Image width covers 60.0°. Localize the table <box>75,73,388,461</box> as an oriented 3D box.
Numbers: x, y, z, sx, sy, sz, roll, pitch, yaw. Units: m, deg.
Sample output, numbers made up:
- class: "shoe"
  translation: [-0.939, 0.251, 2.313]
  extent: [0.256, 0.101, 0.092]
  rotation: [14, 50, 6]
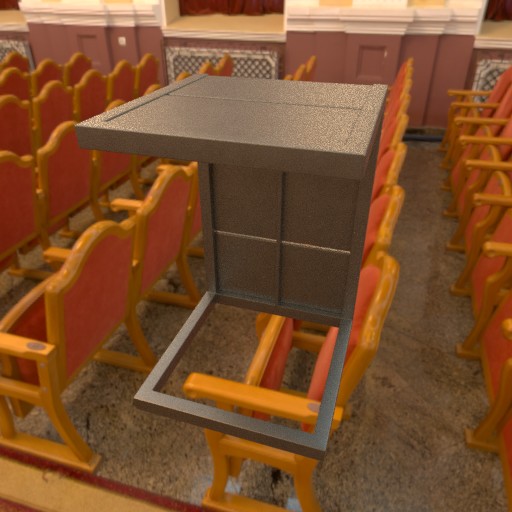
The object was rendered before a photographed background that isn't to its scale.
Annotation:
- class: "table"
  translation: [0.000, 0.000, 0.903]
  extent: [0.405, 0.609, 0.420]
  rotation: [10, 33, 15]
